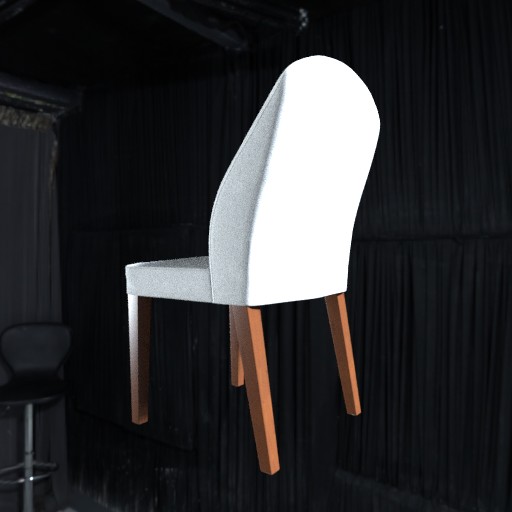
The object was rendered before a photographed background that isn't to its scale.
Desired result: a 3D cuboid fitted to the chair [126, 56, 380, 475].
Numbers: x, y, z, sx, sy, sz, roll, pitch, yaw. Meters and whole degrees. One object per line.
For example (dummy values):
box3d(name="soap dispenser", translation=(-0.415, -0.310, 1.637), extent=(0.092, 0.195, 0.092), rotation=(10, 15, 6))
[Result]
box3d(name="chair", translation=(0.000, 0.000, 1.198), extent=(0.540, 0.893, 0.472), rotation=(0, 1, 37))
